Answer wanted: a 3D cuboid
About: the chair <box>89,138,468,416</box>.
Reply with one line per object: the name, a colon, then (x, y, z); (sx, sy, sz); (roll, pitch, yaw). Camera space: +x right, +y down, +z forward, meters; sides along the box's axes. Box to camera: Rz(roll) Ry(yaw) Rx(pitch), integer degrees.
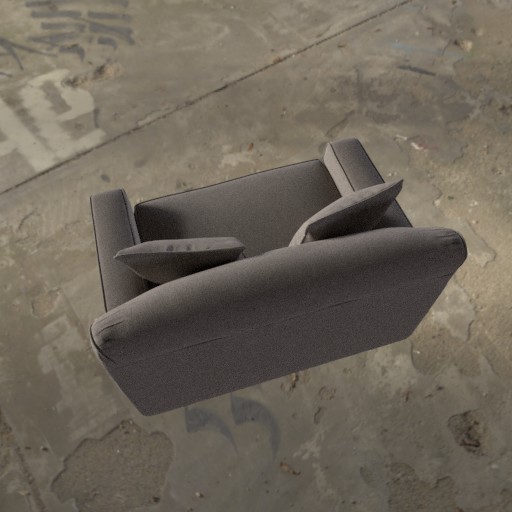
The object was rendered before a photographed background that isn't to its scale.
chair: (0.000, 0.000, 2.095); (1.395, 0.953, 0.992); (-14, 58, -9)
